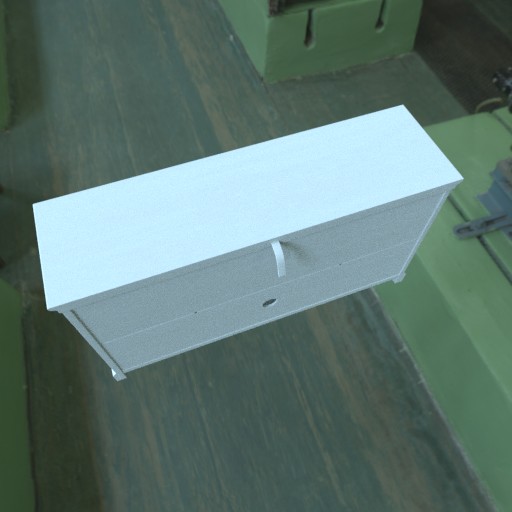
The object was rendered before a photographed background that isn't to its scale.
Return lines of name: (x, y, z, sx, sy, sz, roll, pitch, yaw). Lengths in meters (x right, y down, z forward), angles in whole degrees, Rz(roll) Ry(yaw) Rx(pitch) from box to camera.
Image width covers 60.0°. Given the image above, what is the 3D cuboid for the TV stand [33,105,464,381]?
TV stand: (0.000, 0.000, 1.517, 1.187, 0.624, 0.424, -18, 60, -11)
